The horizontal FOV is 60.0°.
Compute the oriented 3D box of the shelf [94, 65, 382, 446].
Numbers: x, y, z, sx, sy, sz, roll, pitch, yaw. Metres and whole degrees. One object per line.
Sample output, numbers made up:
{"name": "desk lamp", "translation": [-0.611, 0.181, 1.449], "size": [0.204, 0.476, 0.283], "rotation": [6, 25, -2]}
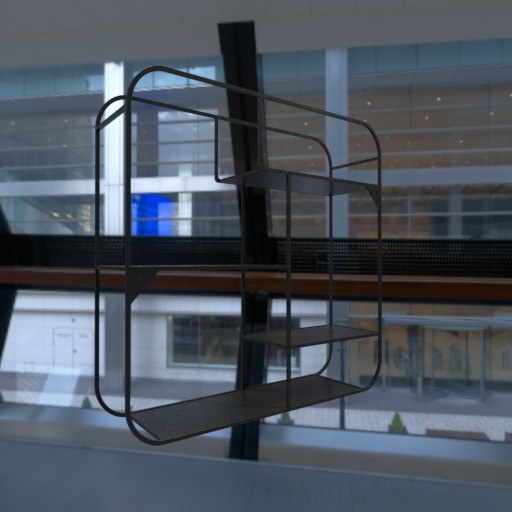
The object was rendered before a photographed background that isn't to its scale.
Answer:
{"name": "shelf", "translation": [0.000, 0.000, 0.908], "size": [0.600, 0.600, 0.160], "rotation": [0, -1, -36]}
